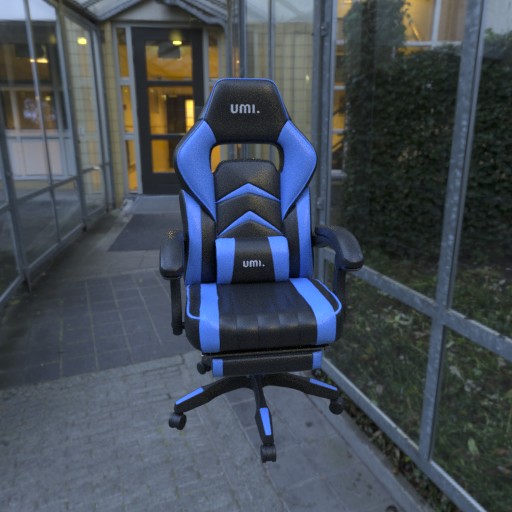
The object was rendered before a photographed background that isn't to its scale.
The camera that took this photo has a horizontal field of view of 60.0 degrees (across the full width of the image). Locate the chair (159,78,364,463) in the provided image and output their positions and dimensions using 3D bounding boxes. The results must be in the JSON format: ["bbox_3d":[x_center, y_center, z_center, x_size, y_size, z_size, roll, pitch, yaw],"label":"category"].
[{"bbox_3d":[0.000,0.000,1.650,0.700,1.280,0.700,-2,17,-8],"label":"chair"}]
